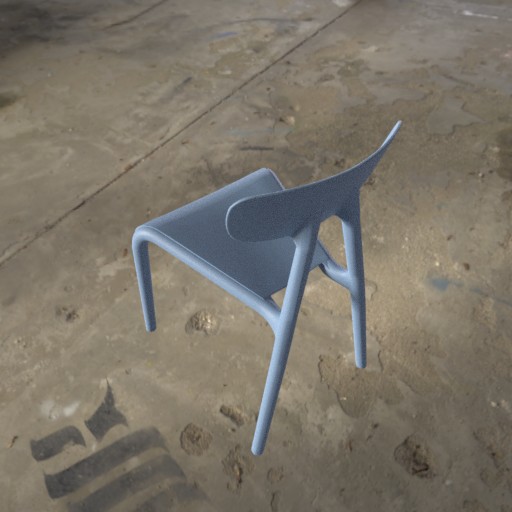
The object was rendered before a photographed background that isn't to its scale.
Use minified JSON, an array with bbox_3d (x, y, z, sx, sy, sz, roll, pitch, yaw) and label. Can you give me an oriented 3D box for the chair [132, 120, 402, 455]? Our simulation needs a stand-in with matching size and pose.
[{"bbox_3d":[0.000,0.000,0.815,0.356,0.580,0.401,-30,53,-26],"label":"chair"}]
